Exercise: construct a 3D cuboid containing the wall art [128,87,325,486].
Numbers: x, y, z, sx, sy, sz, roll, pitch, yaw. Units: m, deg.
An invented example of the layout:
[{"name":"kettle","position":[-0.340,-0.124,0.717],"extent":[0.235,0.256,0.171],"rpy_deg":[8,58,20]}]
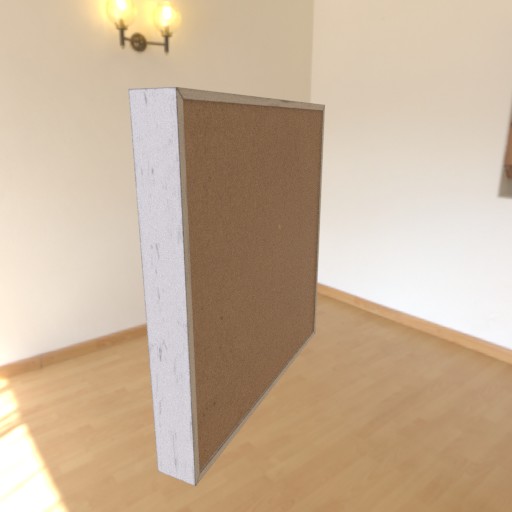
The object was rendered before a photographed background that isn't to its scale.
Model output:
[{"name":"wall art","position":[0.000,0.000,0.457],"extent":[0.038,0.305,0.305],"rpy_deg":[8,18,25]}]
